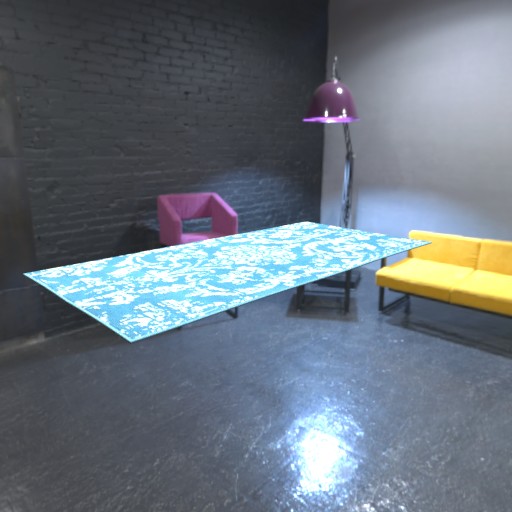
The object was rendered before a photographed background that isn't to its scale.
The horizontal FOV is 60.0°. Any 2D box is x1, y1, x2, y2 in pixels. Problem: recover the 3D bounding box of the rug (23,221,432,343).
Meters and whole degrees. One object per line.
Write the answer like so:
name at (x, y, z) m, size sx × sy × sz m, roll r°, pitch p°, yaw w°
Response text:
rug at (0.000, 0.000, 1.430) m, size 1.219 × 0.007 × 0.604 m, roll -13°, pitch 19°, yaw -42°
